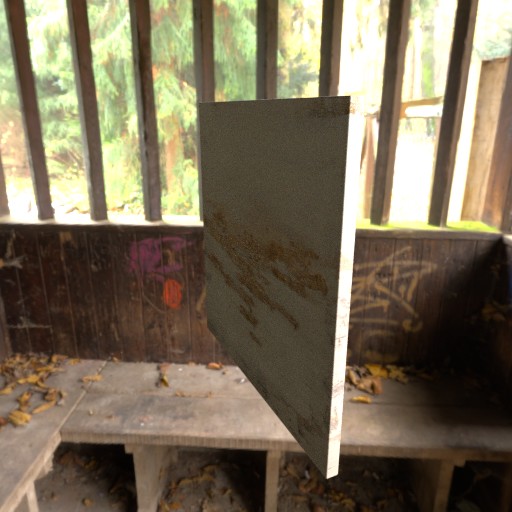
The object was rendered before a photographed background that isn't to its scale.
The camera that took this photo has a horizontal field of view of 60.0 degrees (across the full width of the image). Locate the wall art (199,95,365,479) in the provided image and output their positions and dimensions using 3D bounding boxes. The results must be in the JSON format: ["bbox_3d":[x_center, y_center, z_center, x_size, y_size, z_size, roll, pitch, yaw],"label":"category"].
[{"bbox_3d":[0.000,0.000,1.535,0.040,1.018,1.015,-8,20,-24],"label":"wall art"}]
